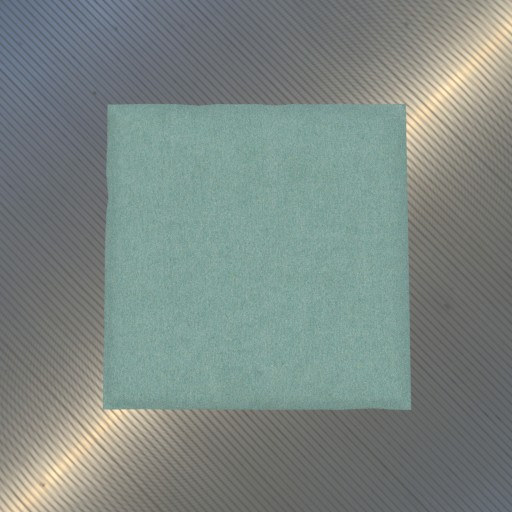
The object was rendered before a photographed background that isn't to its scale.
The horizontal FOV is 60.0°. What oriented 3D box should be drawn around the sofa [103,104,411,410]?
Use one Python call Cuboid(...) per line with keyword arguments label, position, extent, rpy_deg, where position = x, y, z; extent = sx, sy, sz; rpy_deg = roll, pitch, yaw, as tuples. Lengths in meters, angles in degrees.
Cuboid(label="sofa", position=(0.000, 0.000, 1.436), extent=(0.930, 0.330, 0.930), rpy_deg=(0, 87, 0))
